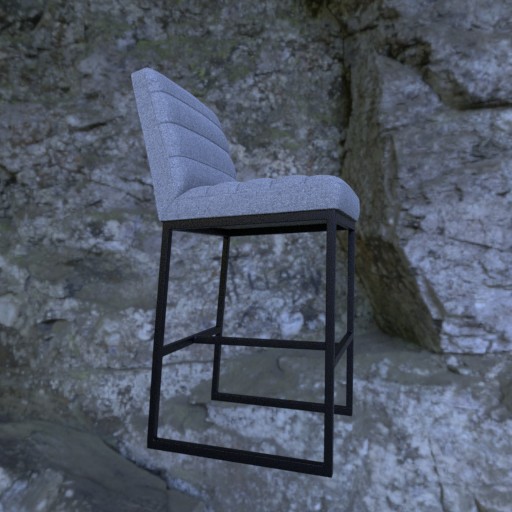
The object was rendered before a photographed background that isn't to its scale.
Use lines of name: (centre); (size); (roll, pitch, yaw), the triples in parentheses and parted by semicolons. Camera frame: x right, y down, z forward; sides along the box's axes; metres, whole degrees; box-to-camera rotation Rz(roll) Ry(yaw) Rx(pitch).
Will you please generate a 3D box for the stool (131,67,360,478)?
stool: (0.000, 0.000, 1.321); (0.571, 1.034, 0.459); (0, 0, 19)
